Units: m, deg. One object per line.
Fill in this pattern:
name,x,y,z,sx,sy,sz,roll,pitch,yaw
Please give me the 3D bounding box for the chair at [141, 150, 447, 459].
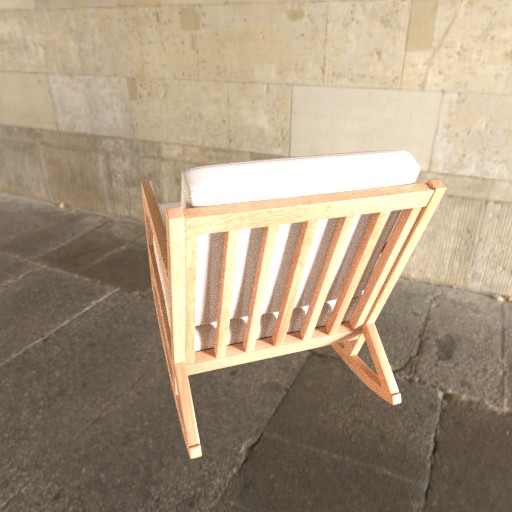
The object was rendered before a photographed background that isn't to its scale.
chair,0.000,0.000,1.415,0.622,0.790,0.857,-8,27,-16
